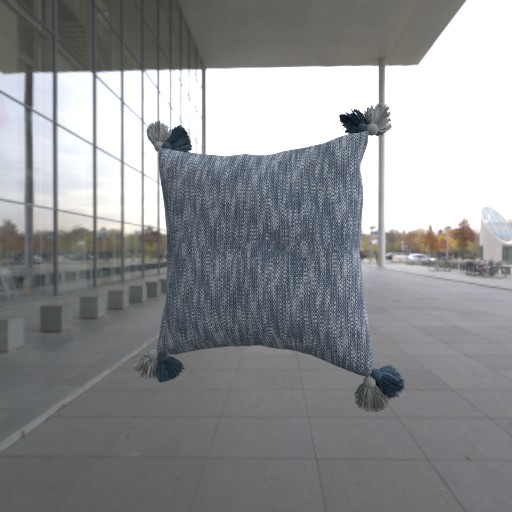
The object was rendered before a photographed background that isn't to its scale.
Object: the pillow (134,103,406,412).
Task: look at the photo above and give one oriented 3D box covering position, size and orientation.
[{"bbox_3d":[0.000,0.000,0.950,0.614,0.634,0.138,0,0,18],"label":"pillow"}]
